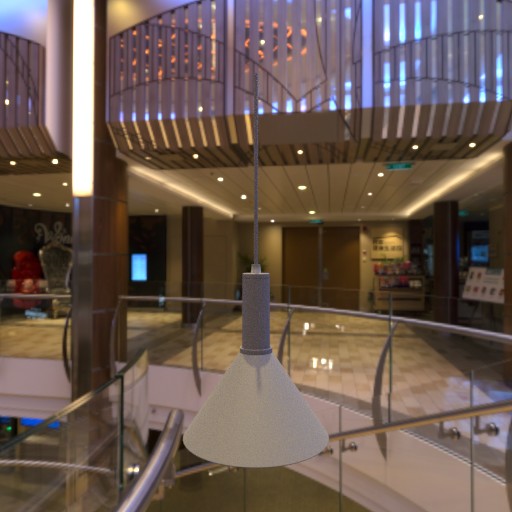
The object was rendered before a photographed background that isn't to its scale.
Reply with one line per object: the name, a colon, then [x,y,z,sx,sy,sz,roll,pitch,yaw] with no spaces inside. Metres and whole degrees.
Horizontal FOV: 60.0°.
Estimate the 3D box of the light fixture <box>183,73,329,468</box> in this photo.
light fixture: [0.000,0.000,0.826,0.267,0.683,0.267,1,-1,-36]
